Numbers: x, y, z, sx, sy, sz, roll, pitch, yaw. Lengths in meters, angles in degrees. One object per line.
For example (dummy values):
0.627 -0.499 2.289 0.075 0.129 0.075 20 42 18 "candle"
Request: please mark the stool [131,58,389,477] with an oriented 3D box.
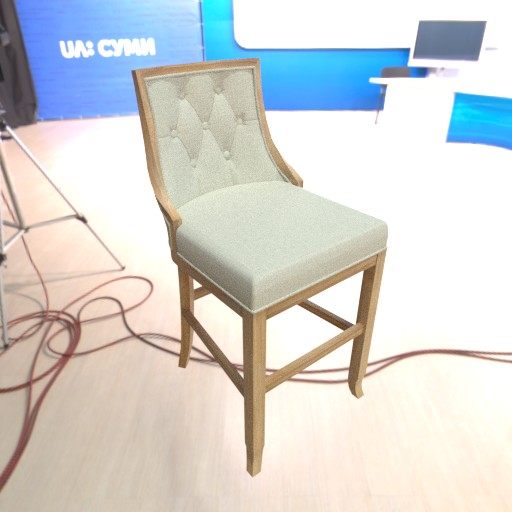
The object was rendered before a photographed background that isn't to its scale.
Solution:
0.000 0.000 1.430 0.524 1.101 0.626 -22 37 -32 "stool"
